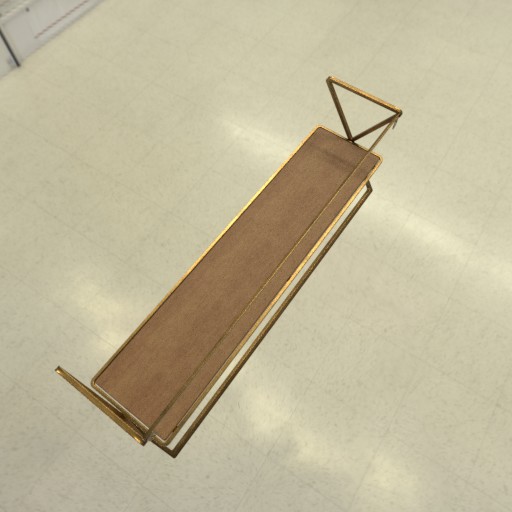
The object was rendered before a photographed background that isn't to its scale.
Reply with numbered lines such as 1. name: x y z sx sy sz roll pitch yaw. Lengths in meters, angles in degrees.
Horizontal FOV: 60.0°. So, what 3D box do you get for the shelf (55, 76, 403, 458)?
1. shelf: 0.000 0.000 0.747 0.150 0.229 0.645 33 67 16
